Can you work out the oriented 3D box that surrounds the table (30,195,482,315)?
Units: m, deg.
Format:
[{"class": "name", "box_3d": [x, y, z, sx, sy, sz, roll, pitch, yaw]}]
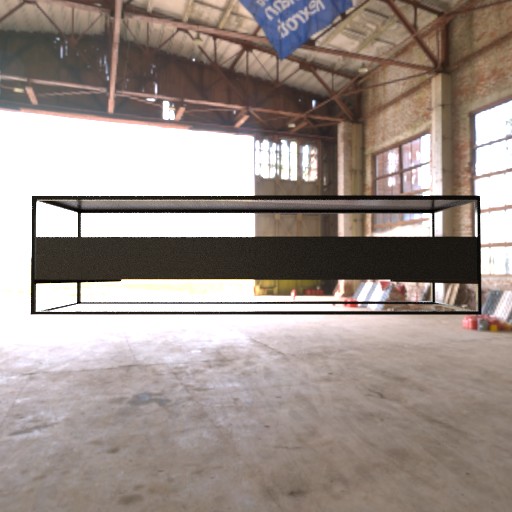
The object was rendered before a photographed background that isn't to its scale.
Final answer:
[{"class": "table", "box_3d": [0.000, 0.000, 1.662, 1.486, 0.395, 0.399, 0, -1, 0]}]
